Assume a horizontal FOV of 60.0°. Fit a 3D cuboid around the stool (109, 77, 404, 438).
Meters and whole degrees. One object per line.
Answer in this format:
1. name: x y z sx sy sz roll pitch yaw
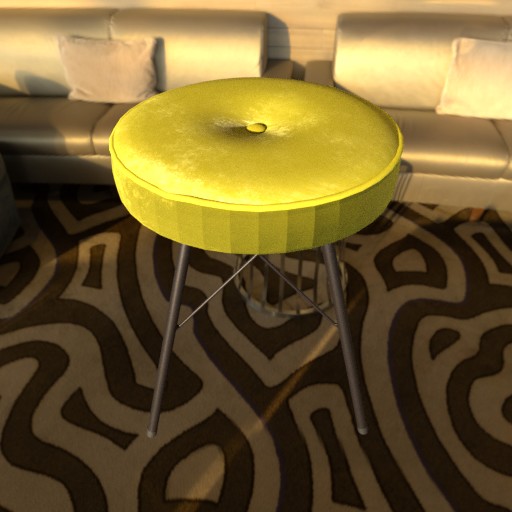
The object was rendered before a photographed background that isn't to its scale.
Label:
1. stool: 0.000 0.000 0.783 0.409 0.508 0.409 -1 41 -1
